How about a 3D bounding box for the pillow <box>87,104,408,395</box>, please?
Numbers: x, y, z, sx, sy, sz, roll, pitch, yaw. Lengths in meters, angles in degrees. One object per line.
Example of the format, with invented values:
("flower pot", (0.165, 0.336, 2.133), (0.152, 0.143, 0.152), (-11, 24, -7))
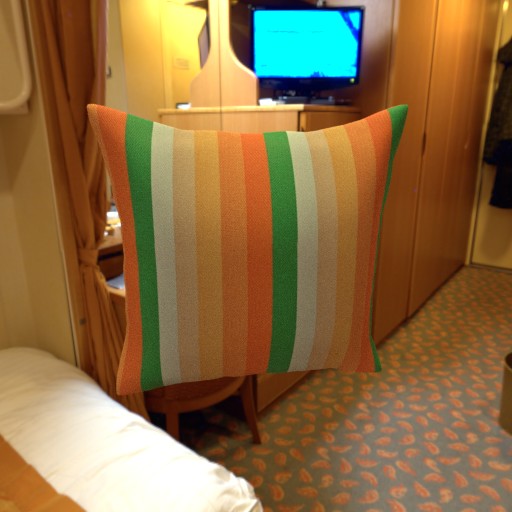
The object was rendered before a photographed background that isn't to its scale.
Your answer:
("pillow", (0.000, 0.000, 0.683), (0.453, 0.444, 0.169), (-3, 17, -9))
